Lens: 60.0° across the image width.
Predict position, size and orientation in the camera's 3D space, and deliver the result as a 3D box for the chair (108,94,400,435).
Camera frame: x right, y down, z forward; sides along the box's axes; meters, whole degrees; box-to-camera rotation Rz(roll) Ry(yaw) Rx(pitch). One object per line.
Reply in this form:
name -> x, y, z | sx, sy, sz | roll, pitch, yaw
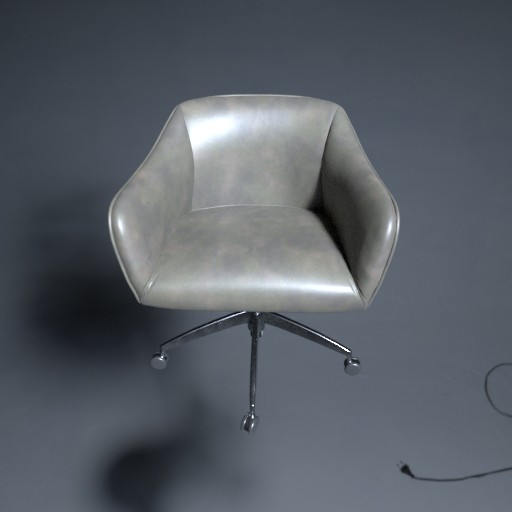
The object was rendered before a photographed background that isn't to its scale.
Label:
chair -> 0.000, 0.000, 1.362 | 0.713, 0.827, 0.689 | 1, 32, 2
